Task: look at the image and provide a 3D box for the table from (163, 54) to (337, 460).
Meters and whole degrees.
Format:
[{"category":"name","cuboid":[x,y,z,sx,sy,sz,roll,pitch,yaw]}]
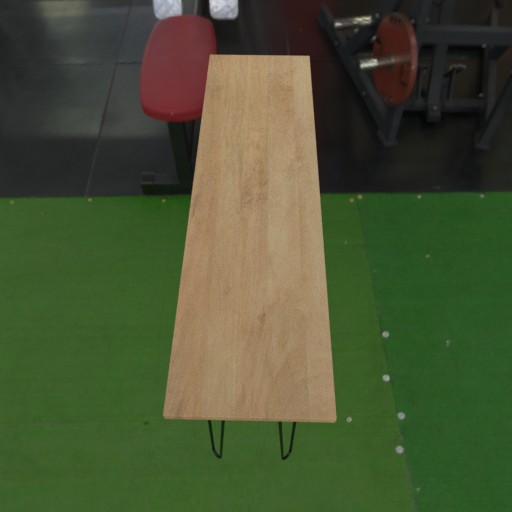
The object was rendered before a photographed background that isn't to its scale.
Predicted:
[{"category":"table","cuboid":[0.000,0.000,1.730,0.399,0.799,1.400,1,57,1]}]
